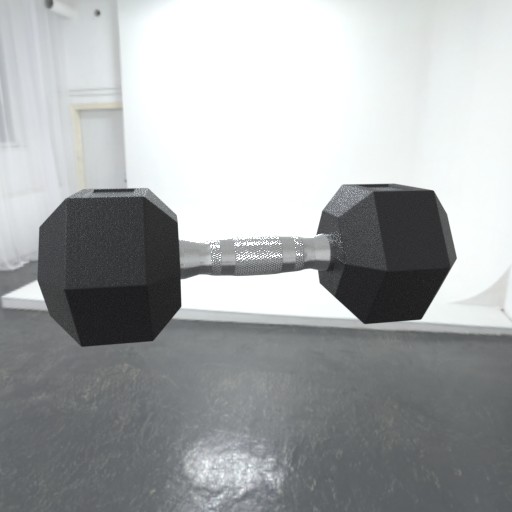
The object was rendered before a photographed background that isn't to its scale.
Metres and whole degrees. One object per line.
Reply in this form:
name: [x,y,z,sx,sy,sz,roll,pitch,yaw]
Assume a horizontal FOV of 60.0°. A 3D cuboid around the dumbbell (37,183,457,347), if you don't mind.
dumbbell: [0.000,0.000,0.411,0.356,0.123,0.141,-3,14,-11]
